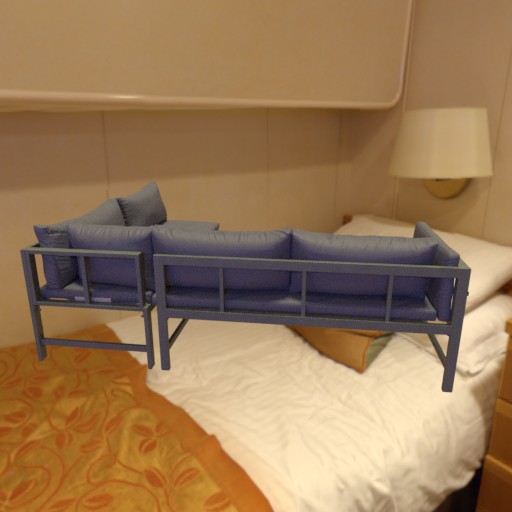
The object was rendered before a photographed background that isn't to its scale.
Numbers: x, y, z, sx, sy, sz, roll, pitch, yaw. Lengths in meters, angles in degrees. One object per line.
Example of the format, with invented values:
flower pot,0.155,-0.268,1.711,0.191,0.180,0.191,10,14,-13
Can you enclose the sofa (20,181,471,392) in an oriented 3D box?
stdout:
sofa,0.000,0.000,2.928,2.149,0.762,1.658,2,18,7
